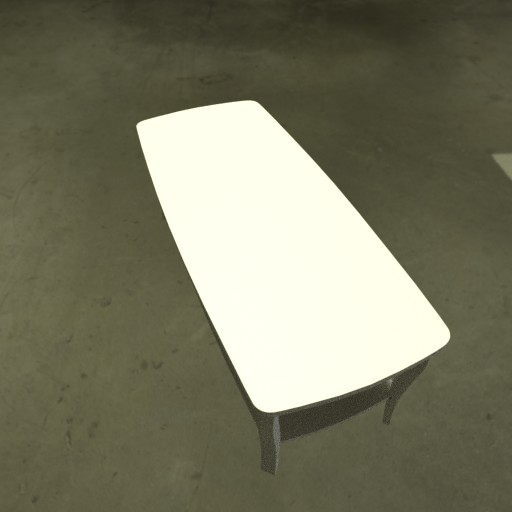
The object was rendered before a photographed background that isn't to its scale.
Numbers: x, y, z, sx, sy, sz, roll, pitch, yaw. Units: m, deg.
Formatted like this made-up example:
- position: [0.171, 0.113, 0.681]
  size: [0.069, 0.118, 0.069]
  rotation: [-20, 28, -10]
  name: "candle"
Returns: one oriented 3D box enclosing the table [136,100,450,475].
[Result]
- position: [0.000, 0.000, 1.571]
  size: [0.561, 0.474, 1.334]
  rotation: [-16, 48, -15]
  name: "table"
